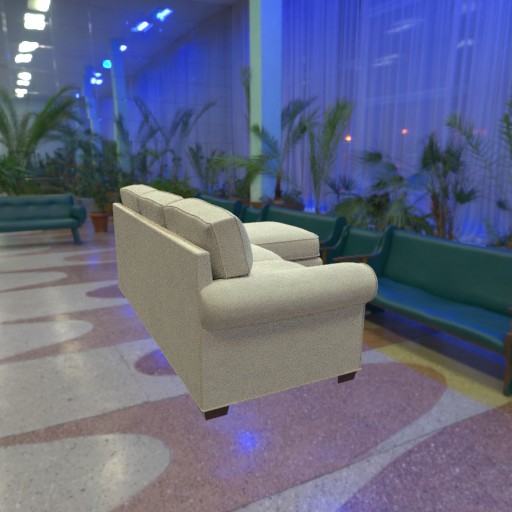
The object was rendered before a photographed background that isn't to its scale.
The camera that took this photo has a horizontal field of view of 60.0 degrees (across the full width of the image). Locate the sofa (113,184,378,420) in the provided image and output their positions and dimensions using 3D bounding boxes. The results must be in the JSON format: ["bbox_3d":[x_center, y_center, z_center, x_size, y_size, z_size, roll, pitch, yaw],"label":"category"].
[{"bbox_3d":[0.000,0.000,2.421,1.226,0.734,1.770,-6,15,-26],"label":"sofa"}]
